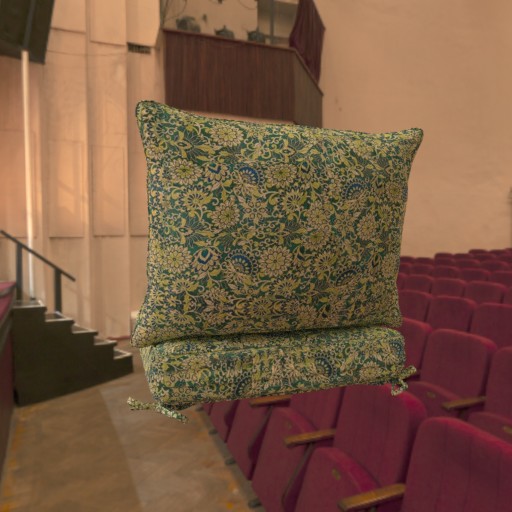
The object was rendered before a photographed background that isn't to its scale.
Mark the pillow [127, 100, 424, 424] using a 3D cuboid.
[{"bbox_3d":[0.000,0.000,1.374,0.798,0.722,0.740,-1,3,-19],"label":"pillow"}]
